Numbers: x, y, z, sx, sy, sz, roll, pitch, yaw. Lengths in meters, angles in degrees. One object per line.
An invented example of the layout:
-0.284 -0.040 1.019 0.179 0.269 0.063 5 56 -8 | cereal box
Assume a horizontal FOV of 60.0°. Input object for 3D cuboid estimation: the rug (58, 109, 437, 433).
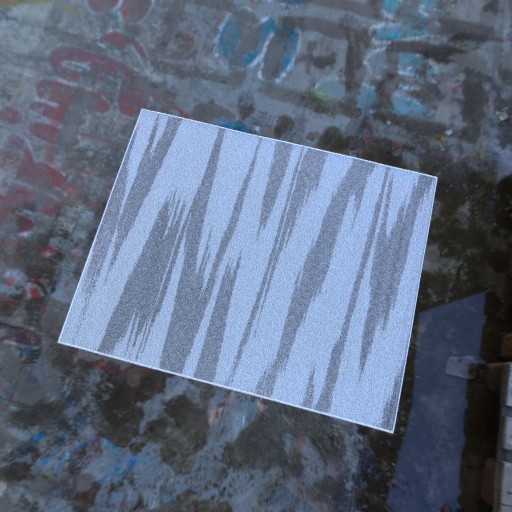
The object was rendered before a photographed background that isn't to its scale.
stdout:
0.000 0.000 4.011 2.945 0.014 2.353 14 76 3 | rug
